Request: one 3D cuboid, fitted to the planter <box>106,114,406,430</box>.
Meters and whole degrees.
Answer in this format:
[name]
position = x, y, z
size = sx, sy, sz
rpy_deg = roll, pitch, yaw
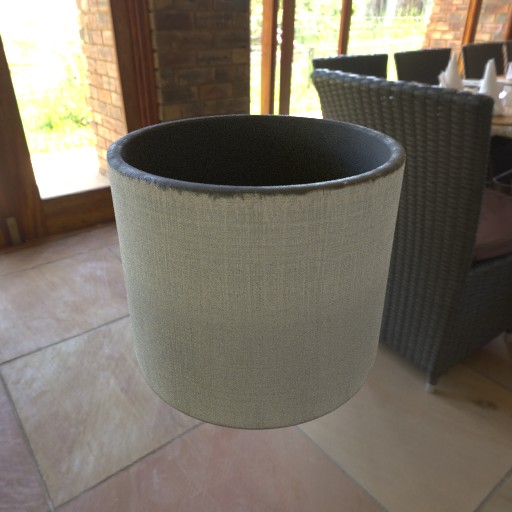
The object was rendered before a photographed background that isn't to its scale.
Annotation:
[planter]
position = 0.000, 0.000, 0.388
size = 0.226, 0.201, 0.226
rpy_deg = 0, 28, 0
